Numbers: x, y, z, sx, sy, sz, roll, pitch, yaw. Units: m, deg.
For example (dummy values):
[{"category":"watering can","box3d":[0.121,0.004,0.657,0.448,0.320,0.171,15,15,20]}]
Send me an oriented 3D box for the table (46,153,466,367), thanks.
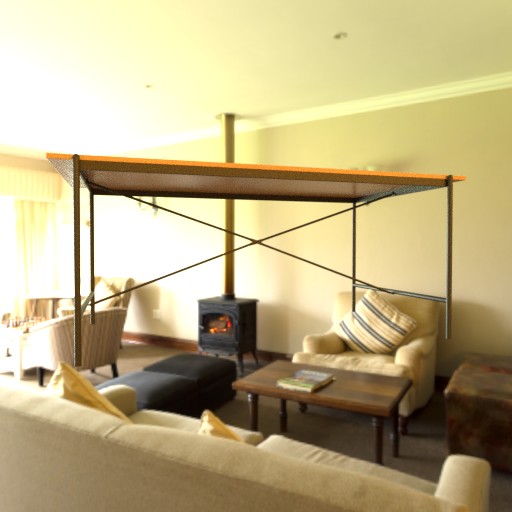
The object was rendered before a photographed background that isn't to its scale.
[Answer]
[{"category":"table","box3d":[0.000,0.000,2.235,1.800,0.758,0.900,0,1,-17]}]
